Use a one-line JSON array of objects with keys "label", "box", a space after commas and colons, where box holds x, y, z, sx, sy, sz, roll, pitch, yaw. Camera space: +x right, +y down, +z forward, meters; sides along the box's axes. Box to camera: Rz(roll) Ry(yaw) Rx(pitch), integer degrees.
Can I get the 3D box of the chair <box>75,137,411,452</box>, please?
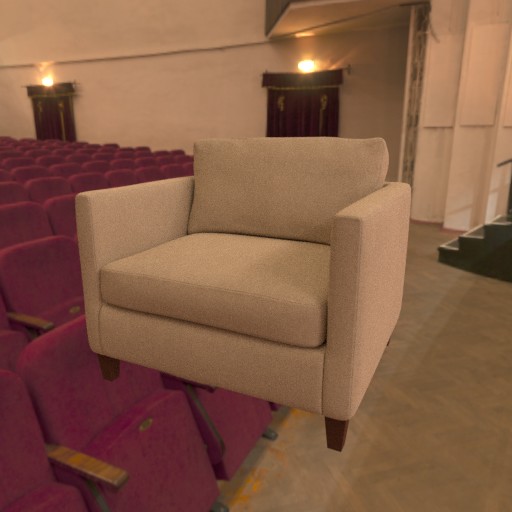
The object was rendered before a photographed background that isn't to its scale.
[{"label": "chair", "box": [0.000, 0.000, 1.854, 1.107, 0.961, 0.959, 7, 17, 25]}]
